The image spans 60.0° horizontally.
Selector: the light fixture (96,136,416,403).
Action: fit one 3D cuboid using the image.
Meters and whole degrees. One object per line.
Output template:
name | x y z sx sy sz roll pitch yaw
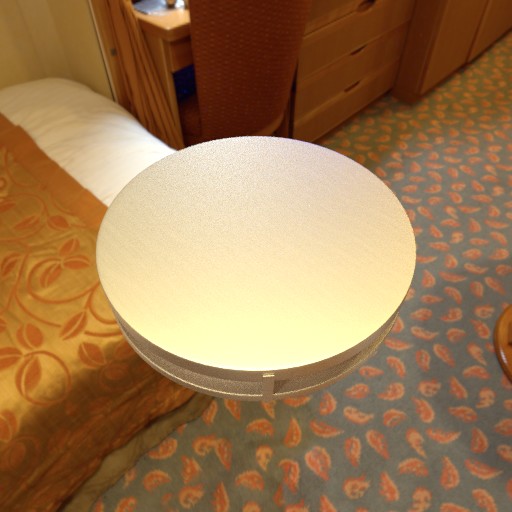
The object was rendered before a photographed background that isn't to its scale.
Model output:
light fixture | 0.000 0.000 0.539 0.356 0.102 0.356 0 49 0
